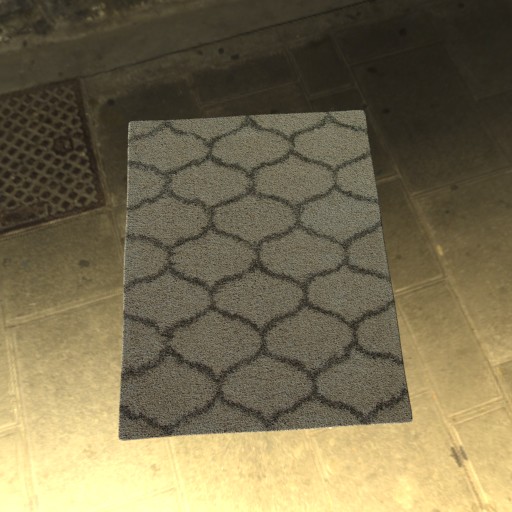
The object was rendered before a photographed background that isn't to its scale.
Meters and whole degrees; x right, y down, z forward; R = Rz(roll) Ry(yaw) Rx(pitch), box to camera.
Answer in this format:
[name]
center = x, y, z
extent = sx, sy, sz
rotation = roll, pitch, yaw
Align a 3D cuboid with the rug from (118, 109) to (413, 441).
[rug]
center = 0.000, 0.000, 4.047
extent = 2.399, 0.026, 3.000
rotation = -3, 72, -1
